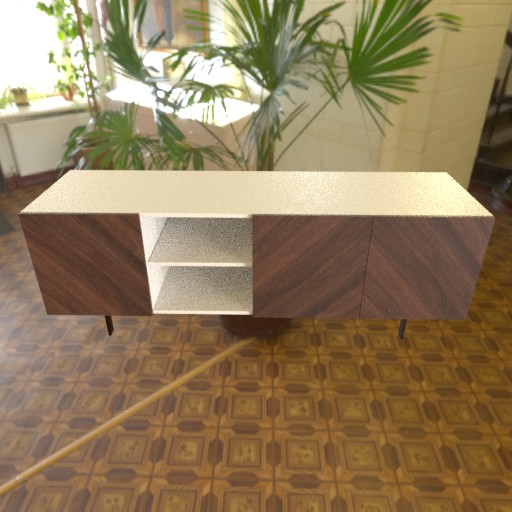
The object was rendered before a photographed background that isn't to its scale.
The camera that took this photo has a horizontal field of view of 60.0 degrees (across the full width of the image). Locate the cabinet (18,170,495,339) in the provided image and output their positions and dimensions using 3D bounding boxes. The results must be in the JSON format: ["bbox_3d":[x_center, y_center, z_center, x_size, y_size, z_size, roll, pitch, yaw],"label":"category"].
[{"bbox_3d":[0.000,0.000,1.710,1.499,0.533,0.431,1,30,1],"label":"cabinet"}]
